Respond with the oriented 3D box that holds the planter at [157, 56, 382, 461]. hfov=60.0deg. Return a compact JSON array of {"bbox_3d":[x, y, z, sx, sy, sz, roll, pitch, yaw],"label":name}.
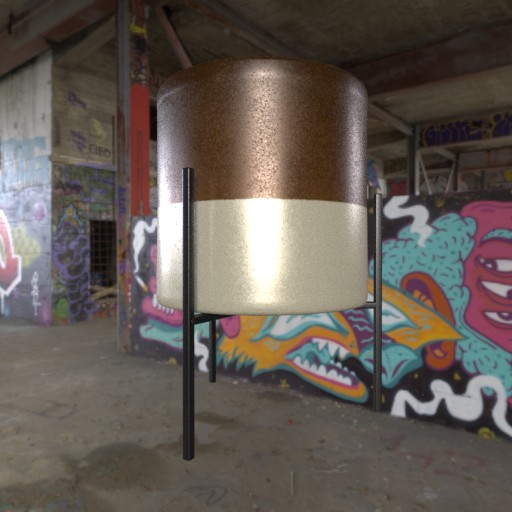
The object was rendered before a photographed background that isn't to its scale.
[{"bbox_3d":[0.000,0.000,0.542,0.255,0.375,0.269,0,1,-32],"label":"planter"}]
